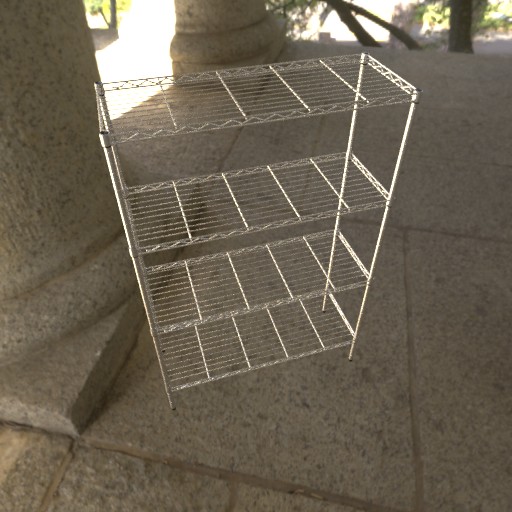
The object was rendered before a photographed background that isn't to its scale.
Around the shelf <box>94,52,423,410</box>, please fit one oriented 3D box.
[{"bbox_3d":[0.000,0.000,1.762,0.907,1.360,0.352,-12,44,-12],"label":"shelf"}]
